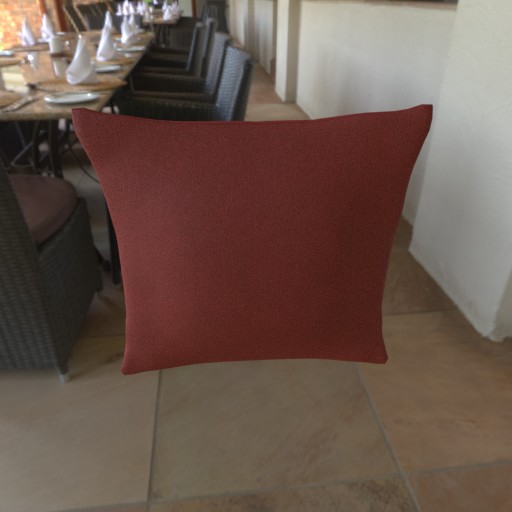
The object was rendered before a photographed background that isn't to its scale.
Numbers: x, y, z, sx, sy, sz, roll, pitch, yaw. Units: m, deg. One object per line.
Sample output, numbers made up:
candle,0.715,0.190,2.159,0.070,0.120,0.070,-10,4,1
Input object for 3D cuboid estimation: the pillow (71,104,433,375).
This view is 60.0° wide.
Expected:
pillow,0.000,0.000,0.631,0.435,0.416,0.151,-2,30,-3
